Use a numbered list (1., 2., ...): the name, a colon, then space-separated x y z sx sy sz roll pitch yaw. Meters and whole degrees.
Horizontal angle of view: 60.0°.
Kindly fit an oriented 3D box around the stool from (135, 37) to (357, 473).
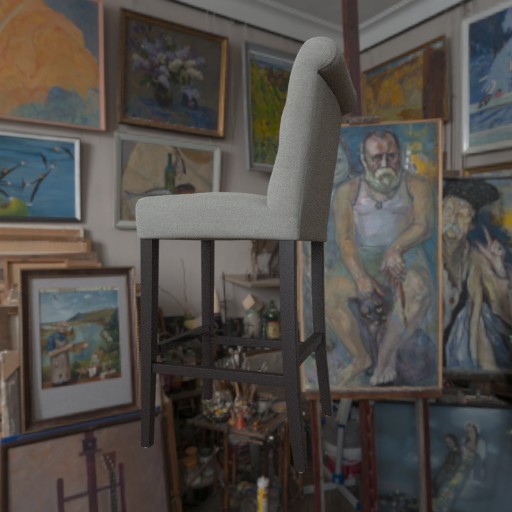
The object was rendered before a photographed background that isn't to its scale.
1. stool: 0.000 0.000 1.431 0.601 1.140 0.493 0 1 19
